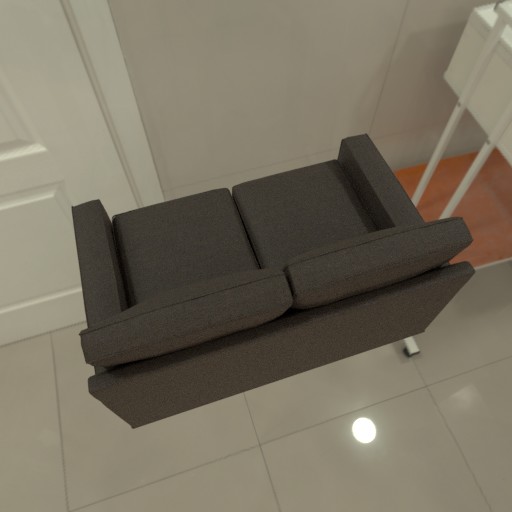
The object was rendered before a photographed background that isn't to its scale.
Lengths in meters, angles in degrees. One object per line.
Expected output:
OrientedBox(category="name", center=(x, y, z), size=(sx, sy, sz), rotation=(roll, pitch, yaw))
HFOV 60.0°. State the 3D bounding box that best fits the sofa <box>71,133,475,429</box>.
OrientedBox(category="sofa", center=(0.000, 0.000, 2.079), size=(1.534, 0.887, 0.974), rotation=(-16, 60, -9))
